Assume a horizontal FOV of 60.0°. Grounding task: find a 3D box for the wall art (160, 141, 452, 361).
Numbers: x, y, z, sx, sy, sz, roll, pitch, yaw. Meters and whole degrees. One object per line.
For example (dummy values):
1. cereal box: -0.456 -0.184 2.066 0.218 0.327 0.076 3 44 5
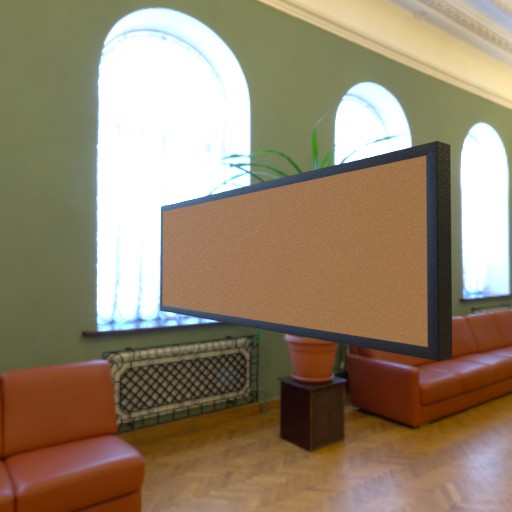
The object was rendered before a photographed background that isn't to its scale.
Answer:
1. wall art: 0.000 0.000 0.959 0.037 0.303 0.860 1 -2 -38
